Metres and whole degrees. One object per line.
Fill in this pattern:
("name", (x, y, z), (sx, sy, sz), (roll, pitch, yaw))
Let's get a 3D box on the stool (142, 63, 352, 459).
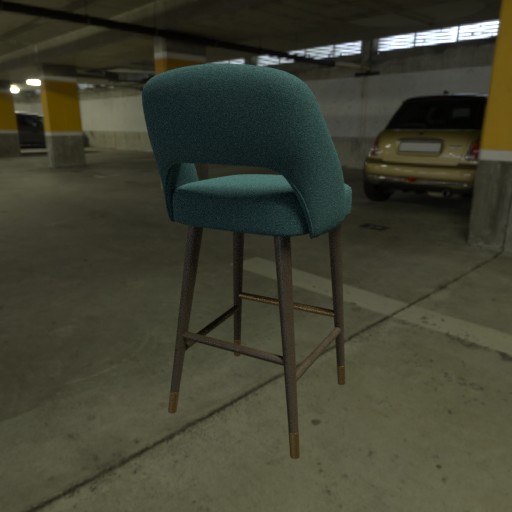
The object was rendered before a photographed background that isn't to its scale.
("stool", (0.000, 0.000, 1.351), (0.536, 1.032, 0.522), (9, 19, 27))
